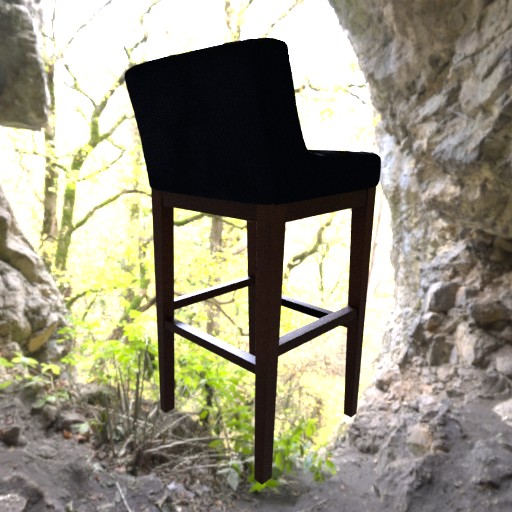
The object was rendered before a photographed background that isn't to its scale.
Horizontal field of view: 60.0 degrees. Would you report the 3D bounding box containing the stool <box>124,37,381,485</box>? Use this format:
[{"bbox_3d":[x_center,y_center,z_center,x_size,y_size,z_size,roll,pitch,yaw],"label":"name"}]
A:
[{"bbox_3d":[0.000,0.000,1.275,0.500,1.037,0.511,-14,20,-43],"label":"stool"}]
